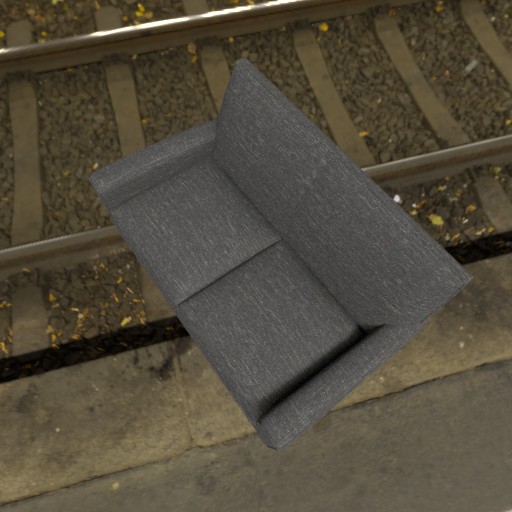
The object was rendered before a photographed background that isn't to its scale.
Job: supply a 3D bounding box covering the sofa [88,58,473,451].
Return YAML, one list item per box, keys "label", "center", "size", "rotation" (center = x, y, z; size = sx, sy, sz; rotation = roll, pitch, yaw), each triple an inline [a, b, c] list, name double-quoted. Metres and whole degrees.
- label: "sofa"
  center: [0.000, 0.000, 2.011]
  size: [0.875, 0.846, 1.420]
  rotation: [-33, 68, -15]
